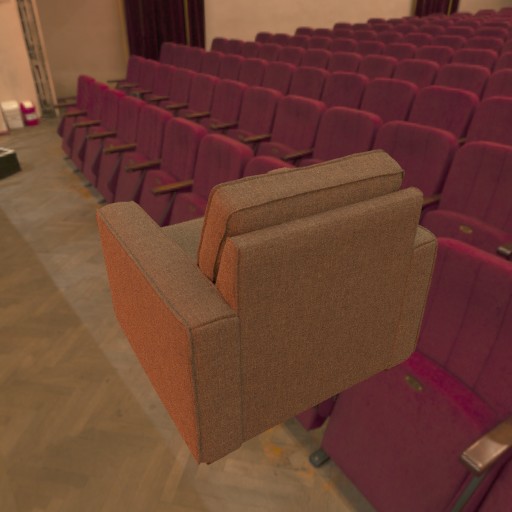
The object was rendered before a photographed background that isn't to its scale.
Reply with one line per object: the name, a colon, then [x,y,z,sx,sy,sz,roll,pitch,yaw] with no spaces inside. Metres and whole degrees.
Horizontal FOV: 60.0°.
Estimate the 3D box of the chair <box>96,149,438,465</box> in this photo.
chair: [0.000,0.000,1.760,1.016,0.914,0.940,-17,34,-27]
